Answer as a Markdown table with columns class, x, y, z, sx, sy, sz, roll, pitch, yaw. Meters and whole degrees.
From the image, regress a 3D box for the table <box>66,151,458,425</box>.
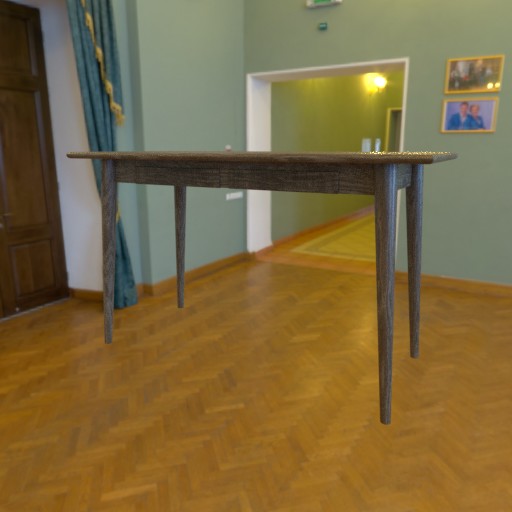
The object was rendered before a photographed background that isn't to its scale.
| class | x | y | z | sx | sy | sz | roll | pitch | yaw |
| --- | --- | --- | --- | --- | --- | --- | --- | --- | --- |
| table | 0.000 | 0.000 | 1.708 | 1.300 | 0.780 | 0.599 | 7 | 16 | 28 |
